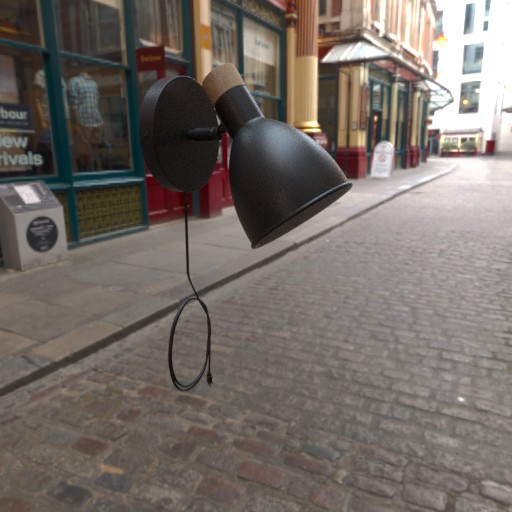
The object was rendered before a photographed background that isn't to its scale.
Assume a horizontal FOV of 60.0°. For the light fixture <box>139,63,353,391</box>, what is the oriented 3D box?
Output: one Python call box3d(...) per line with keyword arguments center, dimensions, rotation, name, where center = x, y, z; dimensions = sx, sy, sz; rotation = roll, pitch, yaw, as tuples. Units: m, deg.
box3d(center=(0.000, 0.000, 0.490), dimensions=(0.203, 0.401, 0.127), rotation=(7, 15, 26), name="light fixture")
